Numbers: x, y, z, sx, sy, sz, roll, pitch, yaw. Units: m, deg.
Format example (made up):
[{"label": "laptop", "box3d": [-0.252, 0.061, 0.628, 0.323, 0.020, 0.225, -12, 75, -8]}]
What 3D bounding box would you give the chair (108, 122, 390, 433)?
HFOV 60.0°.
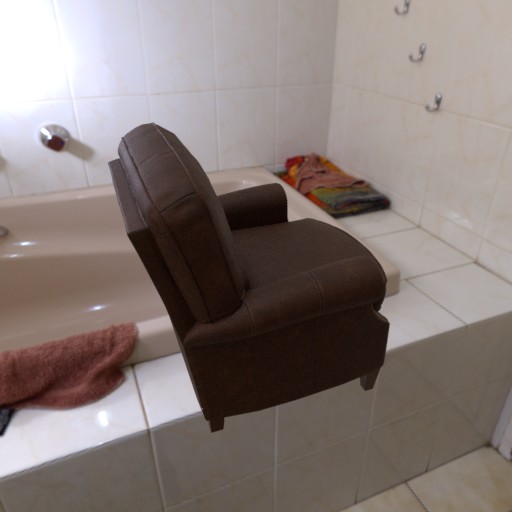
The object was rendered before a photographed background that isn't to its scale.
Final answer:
[{"label": "chair", "box3d": [0.000, 0.000, 1.771, 0.986, 1.018, 0.936, -10, 31, -18]}]
